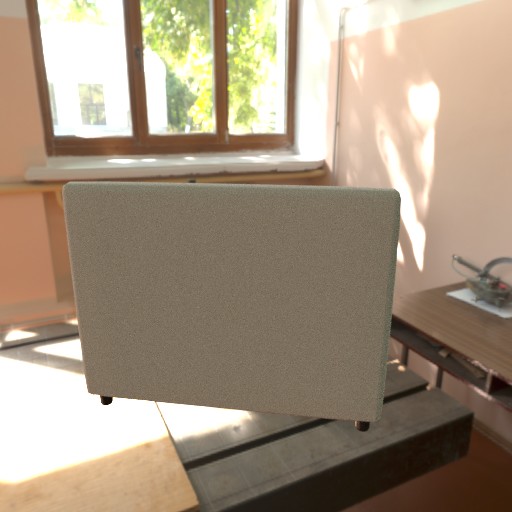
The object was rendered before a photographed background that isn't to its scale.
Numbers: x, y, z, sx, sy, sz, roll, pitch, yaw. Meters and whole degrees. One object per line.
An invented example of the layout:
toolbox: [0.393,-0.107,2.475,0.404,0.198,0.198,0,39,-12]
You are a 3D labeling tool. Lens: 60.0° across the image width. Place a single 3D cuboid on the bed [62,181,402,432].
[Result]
bed: [0.000,0.000,3.304,1.748,1.330,2.142,3,17,8]
